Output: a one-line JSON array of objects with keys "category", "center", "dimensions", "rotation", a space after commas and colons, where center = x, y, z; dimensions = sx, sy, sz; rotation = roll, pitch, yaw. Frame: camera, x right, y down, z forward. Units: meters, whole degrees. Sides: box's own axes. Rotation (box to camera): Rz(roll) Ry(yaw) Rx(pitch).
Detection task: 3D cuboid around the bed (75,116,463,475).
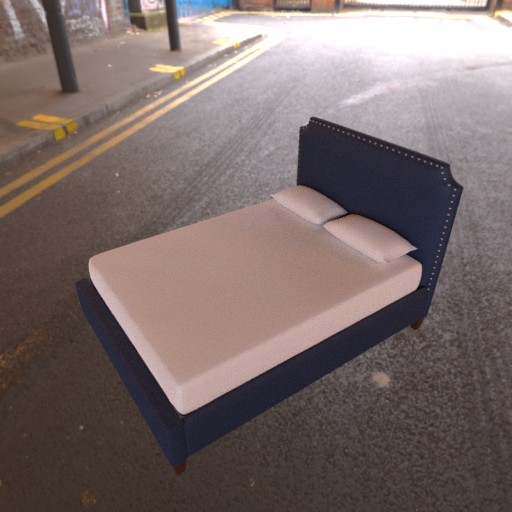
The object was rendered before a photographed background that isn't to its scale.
[{"category": "bed", "center": [0.000, 0.000, 3.394], "dimensions": [2.372, 1.443, 1.712], "rotation": [-21, 38, -29]}]
